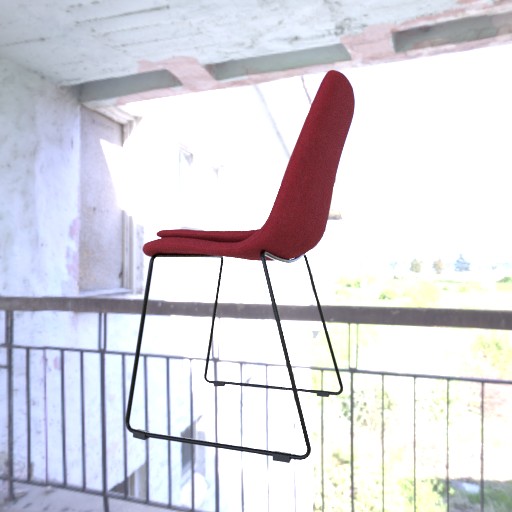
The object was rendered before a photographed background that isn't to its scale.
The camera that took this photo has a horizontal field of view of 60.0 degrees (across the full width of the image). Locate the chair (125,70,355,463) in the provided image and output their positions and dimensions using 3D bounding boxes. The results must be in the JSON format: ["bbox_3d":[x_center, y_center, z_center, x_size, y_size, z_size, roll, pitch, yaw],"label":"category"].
[{"bbox_3d":[0.000,0.000,1.193,0.518,0.858,0.479,0,0,19],"label":"chair"}]
